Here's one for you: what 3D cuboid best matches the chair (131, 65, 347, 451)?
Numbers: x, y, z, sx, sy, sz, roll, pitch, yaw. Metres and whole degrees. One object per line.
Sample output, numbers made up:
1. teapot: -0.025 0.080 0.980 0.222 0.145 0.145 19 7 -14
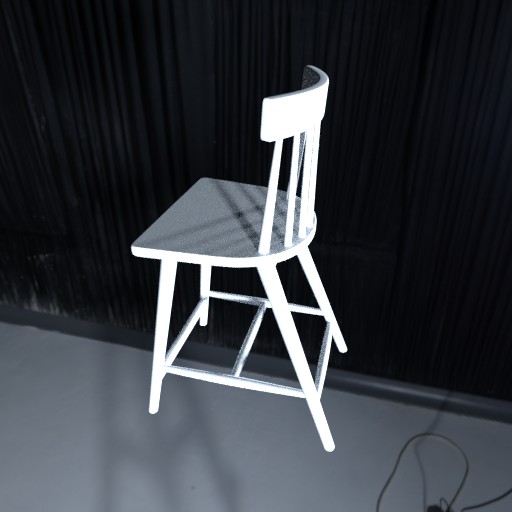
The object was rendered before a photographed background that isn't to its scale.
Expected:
1. chair: 0.000 0.000 1.259 0.572 0.952 0.483 8 31 13
